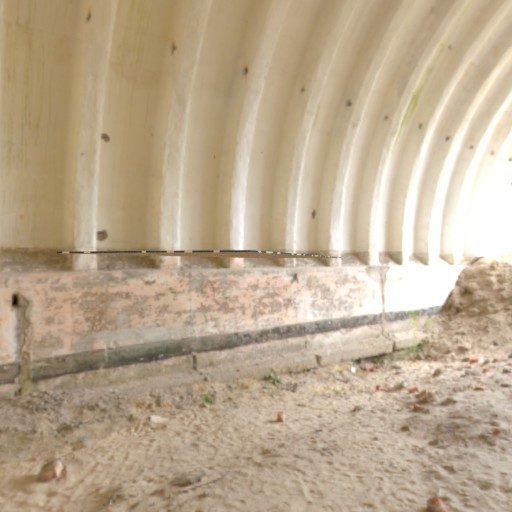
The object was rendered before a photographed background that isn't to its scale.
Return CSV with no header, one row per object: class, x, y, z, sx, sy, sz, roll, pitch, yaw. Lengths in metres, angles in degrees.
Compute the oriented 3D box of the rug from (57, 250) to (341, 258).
rug,0.000,0.000,2.485,0.685,0.006,2.296,0,-1,17
